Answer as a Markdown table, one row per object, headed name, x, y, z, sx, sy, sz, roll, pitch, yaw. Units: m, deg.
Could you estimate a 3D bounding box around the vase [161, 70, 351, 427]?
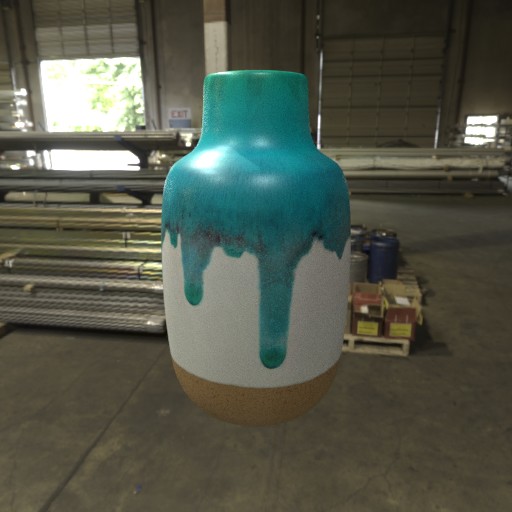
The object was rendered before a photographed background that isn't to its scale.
| name | x | y | z | sx | sy | sz | roll | pitch | yaw |
| --- | --- | --- | --- | --- | --- | --- | --- | --- | --- |
| vase | 0.000 | 0.000 | 0.254 | 0.106 | 0.192 | 0.106 | 0 | 16 | 0 |
